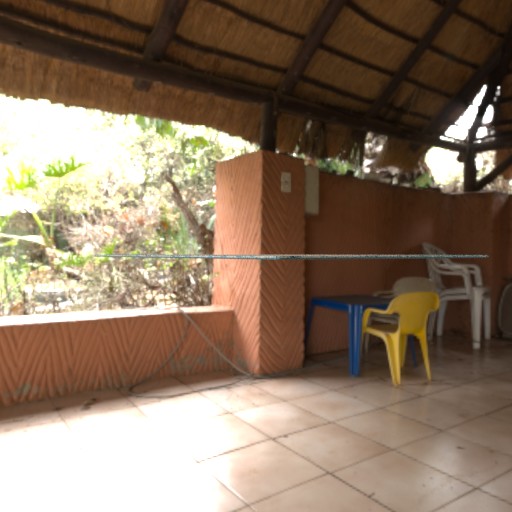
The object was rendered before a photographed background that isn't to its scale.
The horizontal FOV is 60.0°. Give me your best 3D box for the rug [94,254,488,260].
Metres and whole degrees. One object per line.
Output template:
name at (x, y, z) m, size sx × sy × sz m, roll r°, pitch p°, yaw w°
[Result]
rug at (0.000, 0.000, 3.078) m, size 1.524 × 0.015 × 2.438 m, roll 0°, pitch 0°, yaw -35°
